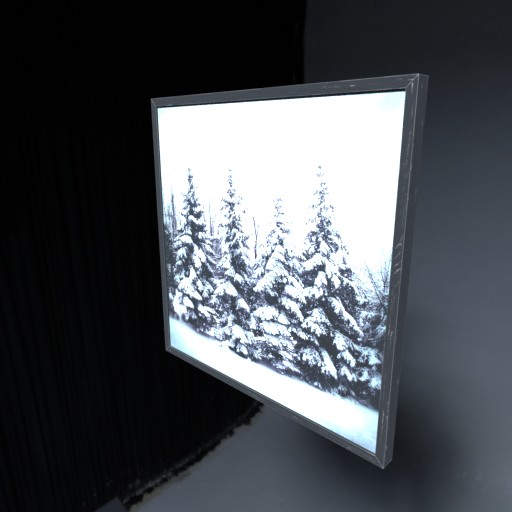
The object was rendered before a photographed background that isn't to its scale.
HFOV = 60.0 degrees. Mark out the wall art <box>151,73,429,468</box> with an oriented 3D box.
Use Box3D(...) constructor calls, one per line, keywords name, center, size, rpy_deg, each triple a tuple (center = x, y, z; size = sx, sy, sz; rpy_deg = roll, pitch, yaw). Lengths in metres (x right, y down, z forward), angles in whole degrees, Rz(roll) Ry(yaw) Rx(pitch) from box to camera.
Box3D(name="wall art", center=(0.000, 0.000, 1.081), size=(0.761, 0.761, 0.037), rpy_deg=(14, 21, 42))
